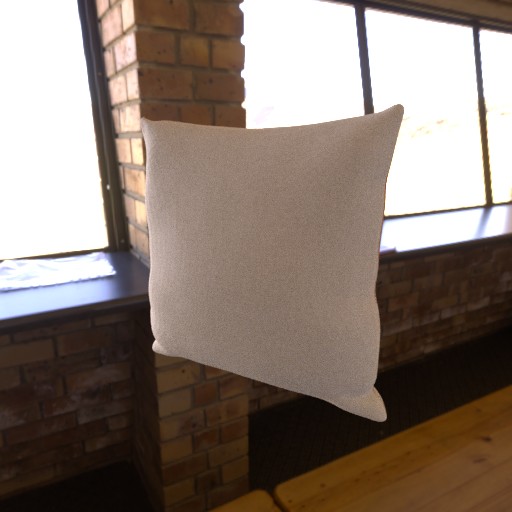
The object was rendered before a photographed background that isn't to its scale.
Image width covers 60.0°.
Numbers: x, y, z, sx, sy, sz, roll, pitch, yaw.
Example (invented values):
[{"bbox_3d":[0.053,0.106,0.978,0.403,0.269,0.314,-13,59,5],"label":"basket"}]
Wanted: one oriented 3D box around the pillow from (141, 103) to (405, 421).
[{"bbox_3d":[0.000,0.000,0.697,0.440,0.441,0.182,8,17,28],"label":"pillow"}]
